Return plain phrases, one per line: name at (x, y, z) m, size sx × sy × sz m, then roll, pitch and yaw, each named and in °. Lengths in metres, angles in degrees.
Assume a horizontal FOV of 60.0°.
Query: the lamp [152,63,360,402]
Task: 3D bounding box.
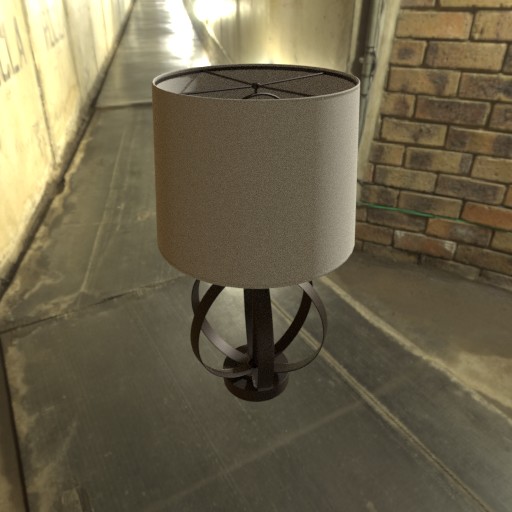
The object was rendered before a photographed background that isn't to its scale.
lamp at (0.000, 0.000, 0.677) m, size 0.286 × 0.510 × 0.286 m, roll 0°, pitch 31°, yaw 0°
